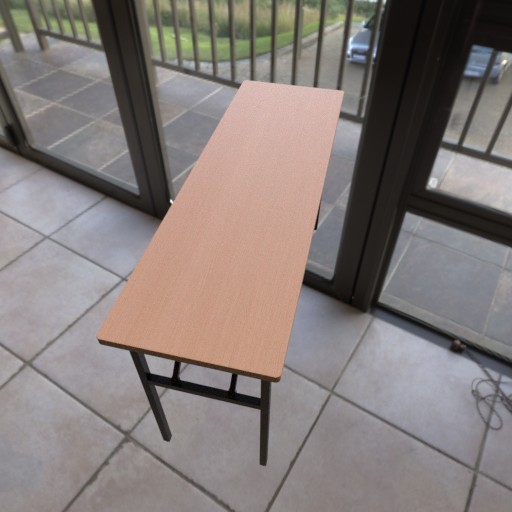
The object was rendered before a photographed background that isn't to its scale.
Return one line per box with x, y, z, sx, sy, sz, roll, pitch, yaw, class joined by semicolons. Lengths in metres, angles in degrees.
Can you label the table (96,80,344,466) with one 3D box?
0.000;0.000;1.749;0.447;0.750;1.397;10;47;9;table
